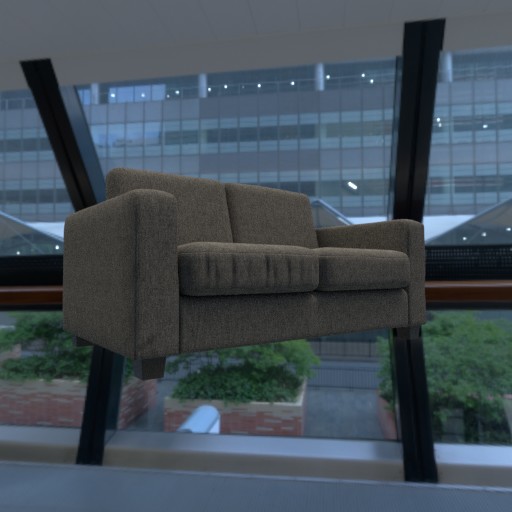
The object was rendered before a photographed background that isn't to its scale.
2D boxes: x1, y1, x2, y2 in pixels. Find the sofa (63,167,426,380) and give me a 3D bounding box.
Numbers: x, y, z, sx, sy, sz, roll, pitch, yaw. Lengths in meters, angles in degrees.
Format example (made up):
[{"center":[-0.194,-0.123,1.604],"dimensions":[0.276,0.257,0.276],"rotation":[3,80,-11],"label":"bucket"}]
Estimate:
[{"center":[0.000,0.000,2.075],"dimensions":[1.520,0.800,0.900],"rotation":[1,-2,-37],"label":"sofa"}]
